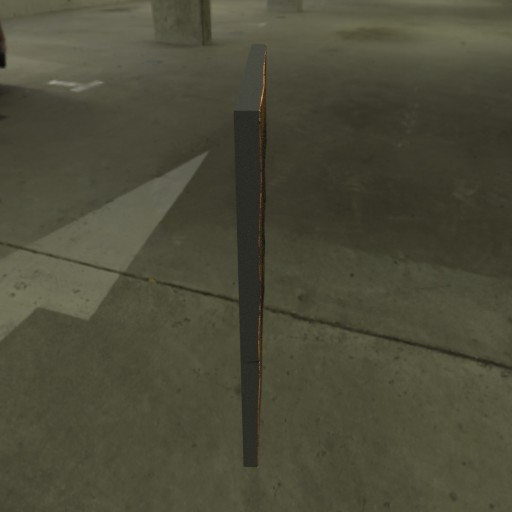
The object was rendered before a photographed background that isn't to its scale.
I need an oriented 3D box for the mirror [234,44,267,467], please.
[{"bbox_3d":[0.000,0.000,1.147,0.044,0.912,0.606,1,34,2],"label":"mirror"}]
